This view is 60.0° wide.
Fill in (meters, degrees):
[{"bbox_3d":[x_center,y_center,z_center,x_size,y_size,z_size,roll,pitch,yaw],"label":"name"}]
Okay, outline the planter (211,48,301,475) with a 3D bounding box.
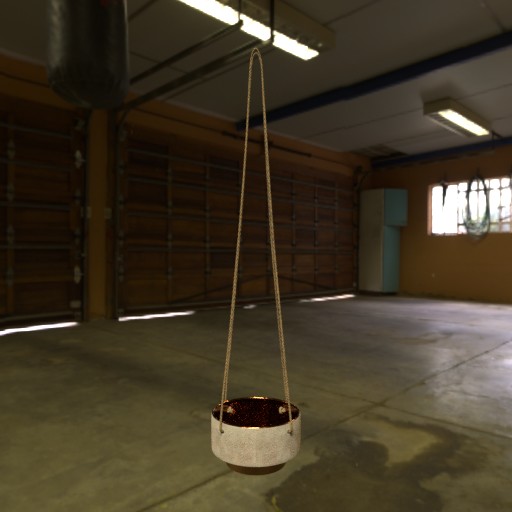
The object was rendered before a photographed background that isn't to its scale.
[{"bbox_3d":[0.000,0.000,1.115,0.223,1.030,0.223,0,0,0],"label":"planter"}]
